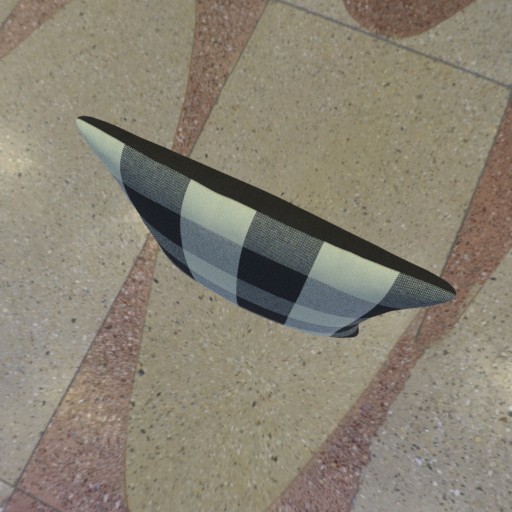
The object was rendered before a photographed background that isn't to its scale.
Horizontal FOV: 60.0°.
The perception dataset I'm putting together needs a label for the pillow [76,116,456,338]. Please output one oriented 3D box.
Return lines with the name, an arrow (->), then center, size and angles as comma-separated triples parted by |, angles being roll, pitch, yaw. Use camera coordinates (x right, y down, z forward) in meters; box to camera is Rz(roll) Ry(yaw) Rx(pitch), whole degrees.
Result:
pillow -> 0.000, 0.000, 0.776 | 0.511, 0.509, 0.161 | 26, 77, 7
